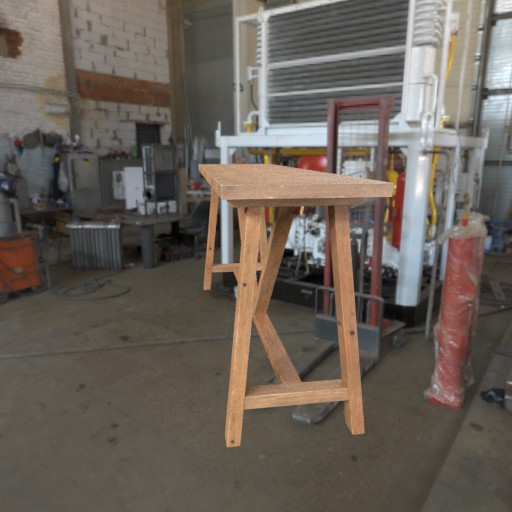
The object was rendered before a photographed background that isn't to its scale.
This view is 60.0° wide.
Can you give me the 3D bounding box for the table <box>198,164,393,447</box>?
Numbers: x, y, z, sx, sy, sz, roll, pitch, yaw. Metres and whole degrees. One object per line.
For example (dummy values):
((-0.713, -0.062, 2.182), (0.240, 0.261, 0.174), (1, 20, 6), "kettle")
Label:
((0.000, 0.000, 2.118), (0.465, 0.810, 1.800), (-2, 14, -9), "table")
